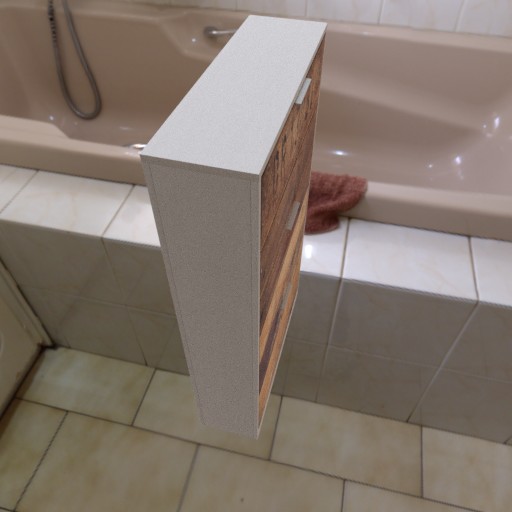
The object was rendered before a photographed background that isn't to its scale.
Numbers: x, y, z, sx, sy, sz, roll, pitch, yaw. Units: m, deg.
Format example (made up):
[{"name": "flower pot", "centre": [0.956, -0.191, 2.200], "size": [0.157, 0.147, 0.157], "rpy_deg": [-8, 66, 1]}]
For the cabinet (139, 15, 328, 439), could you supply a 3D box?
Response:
[{"name": "cabinet", "centre": [0.000, 0.000, 1.533], "size": [0.250, 1.280, 0.750], "rpy_deg": [12, 48, 11]}]
